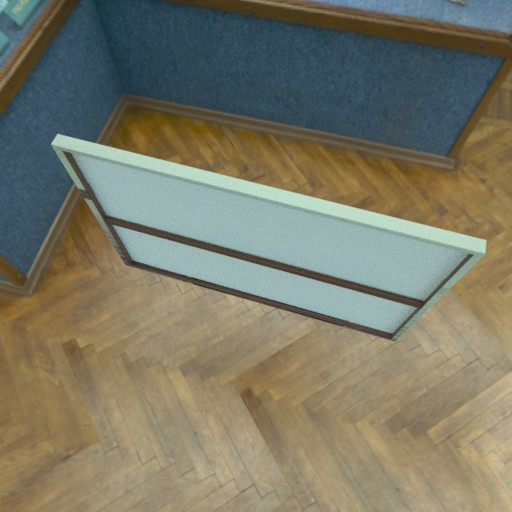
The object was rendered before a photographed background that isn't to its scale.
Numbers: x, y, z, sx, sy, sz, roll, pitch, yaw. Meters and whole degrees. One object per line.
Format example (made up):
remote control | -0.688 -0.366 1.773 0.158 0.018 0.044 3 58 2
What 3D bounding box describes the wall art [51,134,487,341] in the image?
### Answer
wall art | 0.000 0.000 1.474 1.149 0.765 0.040 15 64 7
